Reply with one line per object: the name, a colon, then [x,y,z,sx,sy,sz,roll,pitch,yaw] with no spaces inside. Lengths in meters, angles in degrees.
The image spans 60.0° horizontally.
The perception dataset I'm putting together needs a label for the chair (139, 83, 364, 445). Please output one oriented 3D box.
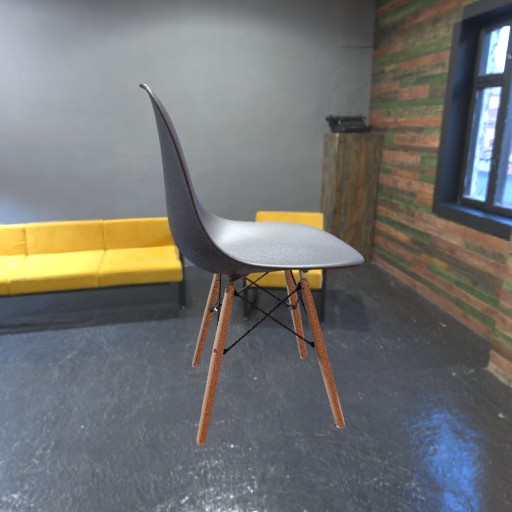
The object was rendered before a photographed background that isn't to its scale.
chair: [0.000,0.000,1.157,0.533,0.826,0.470,-3,16,-9]
